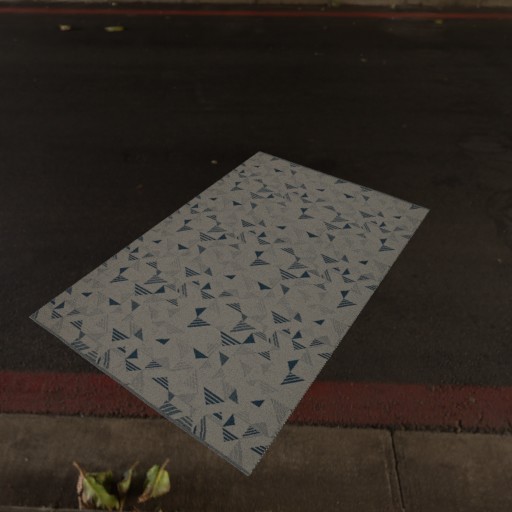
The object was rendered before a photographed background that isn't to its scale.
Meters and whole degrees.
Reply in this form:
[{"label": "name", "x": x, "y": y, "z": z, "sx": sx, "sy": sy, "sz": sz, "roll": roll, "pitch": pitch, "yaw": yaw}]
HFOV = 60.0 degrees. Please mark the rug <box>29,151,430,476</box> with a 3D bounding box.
[{"label": "rug", "x": 0.000, "y": 0.000, "z": 2.285, "sx": 1.206, "sy": 0.003, "sz": 1.835, "roll": 25, "pitch": 48, "yaw": 25}]
